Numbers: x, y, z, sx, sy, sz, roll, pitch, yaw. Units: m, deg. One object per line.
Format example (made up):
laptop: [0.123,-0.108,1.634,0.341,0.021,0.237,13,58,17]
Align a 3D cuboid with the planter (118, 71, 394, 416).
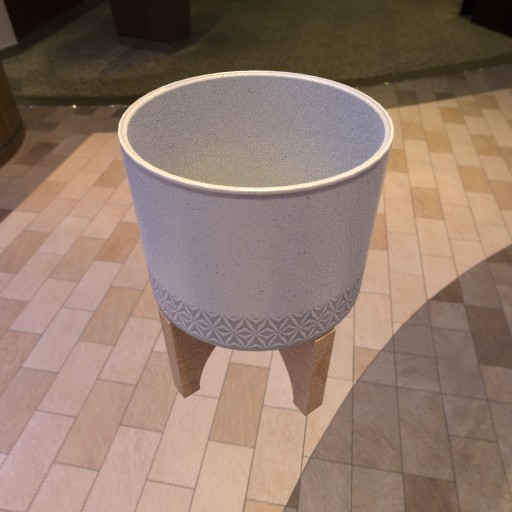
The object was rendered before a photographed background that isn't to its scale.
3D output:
planter: [0.000,0.000,0.271,0.130,0.178,0.130,0,41,0]
